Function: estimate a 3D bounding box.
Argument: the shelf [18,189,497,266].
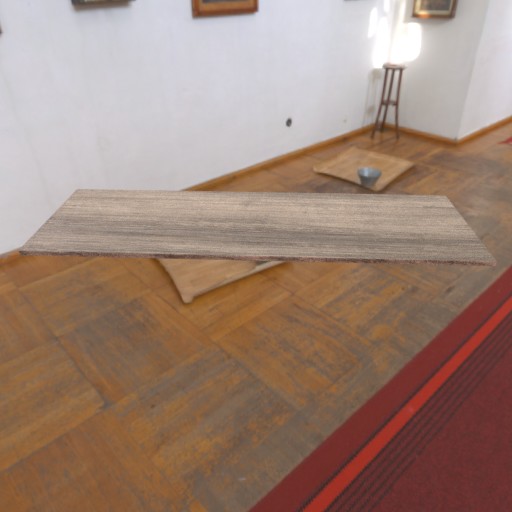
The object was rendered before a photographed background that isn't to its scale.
[{"bbox_3d":[0.000,0.000,0.681,0.610,0.125,0.200,1,32,2],"label":"shelf"}]
